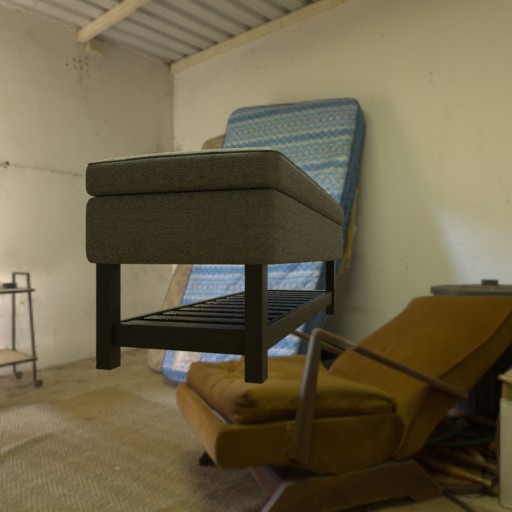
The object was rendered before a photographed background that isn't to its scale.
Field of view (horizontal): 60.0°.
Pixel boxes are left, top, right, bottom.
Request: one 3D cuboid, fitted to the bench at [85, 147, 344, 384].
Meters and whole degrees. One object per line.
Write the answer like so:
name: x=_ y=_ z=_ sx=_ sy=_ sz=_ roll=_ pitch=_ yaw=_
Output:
bench: x=0.000 y=0.000 z=1.362 sx=0.429 sy=0.470 sz=1.100 roll=0 pitch=0 yaw=17
